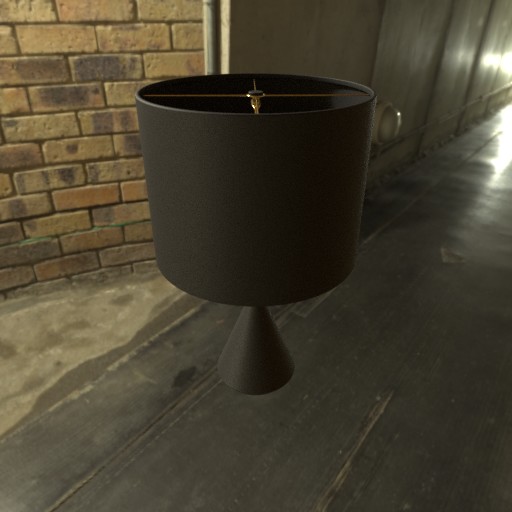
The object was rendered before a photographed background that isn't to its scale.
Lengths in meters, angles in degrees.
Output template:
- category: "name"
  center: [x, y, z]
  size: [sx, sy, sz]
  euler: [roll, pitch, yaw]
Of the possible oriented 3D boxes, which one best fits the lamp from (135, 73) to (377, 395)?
- category: "lamp"
  center: [0.000, 0.000, 0.818]
  size: [0.359, 0.584, 0.359]
  euler: [-1, 30, -1]
